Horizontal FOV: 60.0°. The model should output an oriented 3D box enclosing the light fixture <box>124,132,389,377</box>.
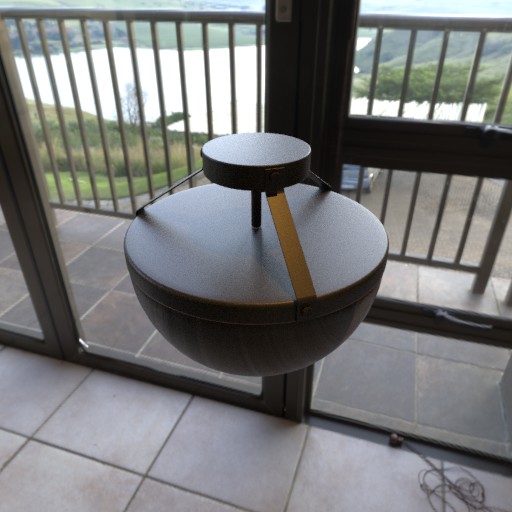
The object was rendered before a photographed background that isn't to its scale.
[{"bbox_3d":[0.000,0.000,0.541,0.304,0.269,0.304,0,31,0],"label":"light fixture"}]
